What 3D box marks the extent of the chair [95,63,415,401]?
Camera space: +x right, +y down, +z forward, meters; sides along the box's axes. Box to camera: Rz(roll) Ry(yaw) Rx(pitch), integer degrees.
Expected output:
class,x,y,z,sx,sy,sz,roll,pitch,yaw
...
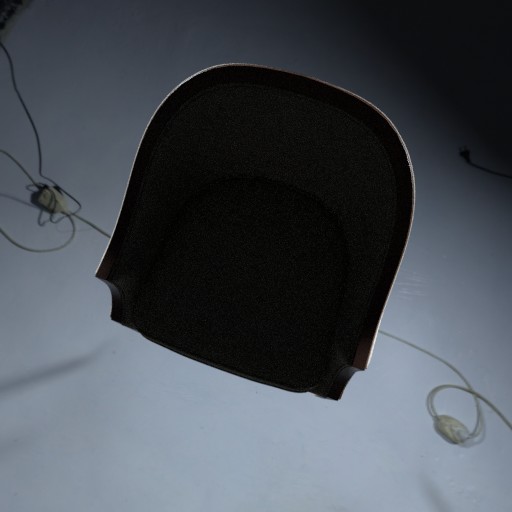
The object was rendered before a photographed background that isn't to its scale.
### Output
class,x,y,z,sx,sy,sz,roll,pitch,yaw
chair,0.000,0.000,1.416,0.803,0.876,0.735,18,74,5
